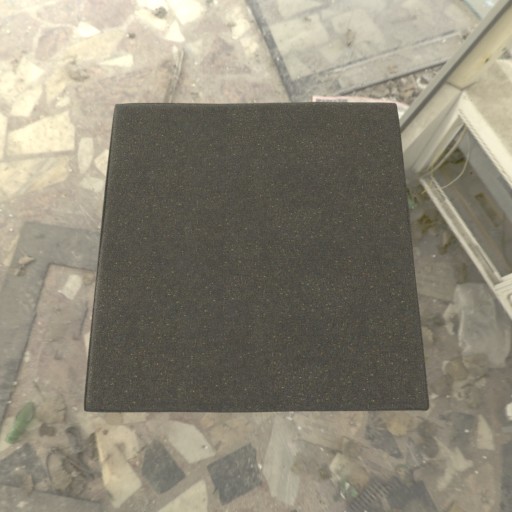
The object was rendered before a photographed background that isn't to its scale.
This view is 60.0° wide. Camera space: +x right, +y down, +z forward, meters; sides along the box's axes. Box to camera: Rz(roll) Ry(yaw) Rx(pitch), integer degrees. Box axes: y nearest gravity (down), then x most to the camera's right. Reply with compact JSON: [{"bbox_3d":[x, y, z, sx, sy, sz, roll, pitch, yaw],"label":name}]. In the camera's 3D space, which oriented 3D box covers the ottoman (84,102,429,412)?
[{"bbox_3d":[0.000,0.000,1.526,0.968,0.382,1.004,0,74,0],"label":"ottoman"}]
